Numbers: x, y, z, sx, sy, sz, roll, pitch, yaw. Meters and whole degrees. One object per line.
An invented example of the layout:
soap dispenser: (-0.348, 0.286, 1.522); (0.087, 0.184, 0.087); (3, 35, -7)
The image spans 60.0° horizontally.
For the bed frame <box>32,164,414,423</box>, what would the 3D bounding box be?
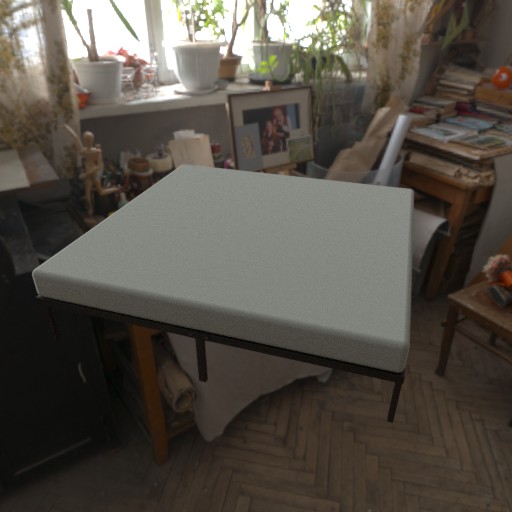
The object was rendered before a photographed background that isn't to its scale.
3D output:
bed frame: (0.000, 0.000, 4.024); (2.635, 0.680, 2.526); (9, 32, 15)
